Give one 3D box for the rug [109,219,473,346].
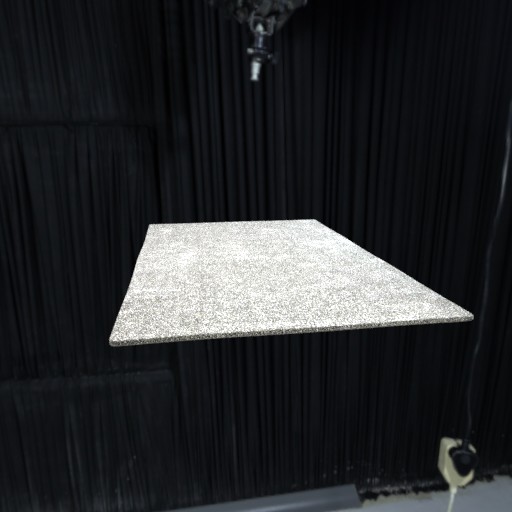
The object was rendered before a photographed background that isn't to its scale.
[{"bbox_3d":[0.000,0.000,2.885,1.502,0.025,2.350,-2,15,-9],"label":"rug"}]
